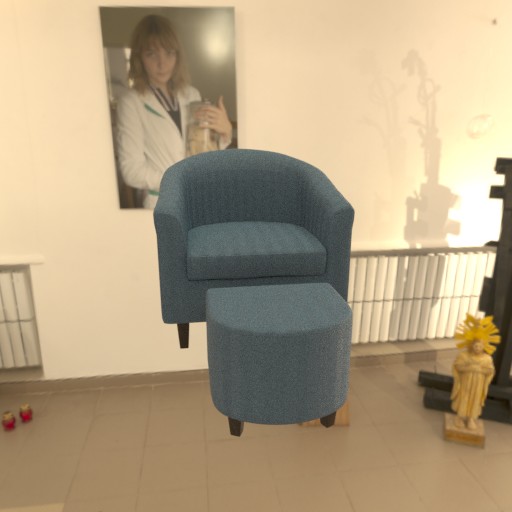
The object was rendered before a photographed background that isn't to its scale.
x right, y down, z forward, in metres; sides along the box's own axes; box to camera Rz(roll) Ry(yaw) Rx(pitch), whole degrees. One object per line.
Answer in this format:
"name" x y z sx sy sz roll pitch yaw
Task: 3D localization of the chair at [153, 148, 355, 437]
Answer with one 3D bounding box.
"chair" 0.000 0.000 1.722 0.756 0.757 1.288 -2 16 -8
